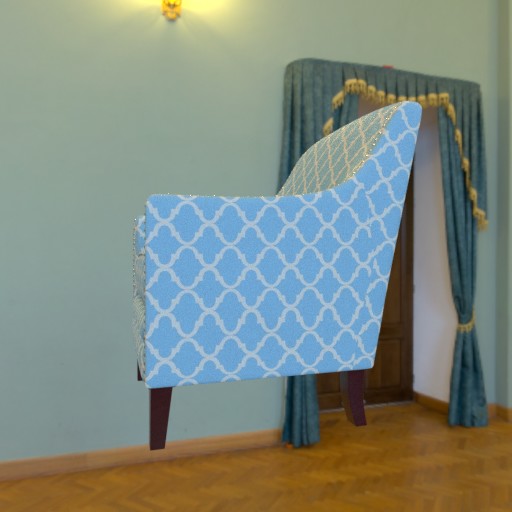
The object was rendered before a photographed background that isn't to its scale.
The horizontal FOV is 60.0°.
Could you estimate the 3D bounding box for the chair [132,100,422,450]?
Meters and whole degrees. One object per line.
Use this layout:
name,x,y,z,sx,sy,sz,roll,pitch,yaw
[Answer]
chair,0.000,0.000,1.299,0.686,0.817,0.617,0,0,-18
